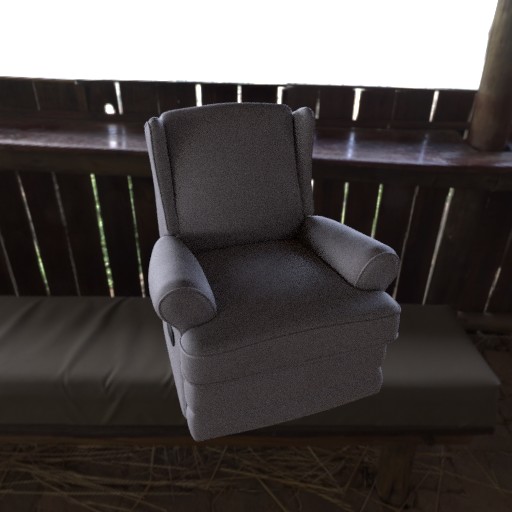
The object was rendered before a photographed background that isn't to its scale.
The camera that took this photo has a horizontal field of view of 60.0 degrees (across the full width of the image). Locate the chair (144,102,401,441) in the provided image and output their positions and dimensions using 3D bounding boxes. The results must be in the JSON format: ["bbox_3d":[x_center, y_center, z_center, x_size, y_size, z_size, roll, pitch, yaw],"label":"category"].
[{"bbox_3d":[0.000,0.000,1.729,0.847,1.011,0.969,-9,31,-16],"label":"chair"}]
